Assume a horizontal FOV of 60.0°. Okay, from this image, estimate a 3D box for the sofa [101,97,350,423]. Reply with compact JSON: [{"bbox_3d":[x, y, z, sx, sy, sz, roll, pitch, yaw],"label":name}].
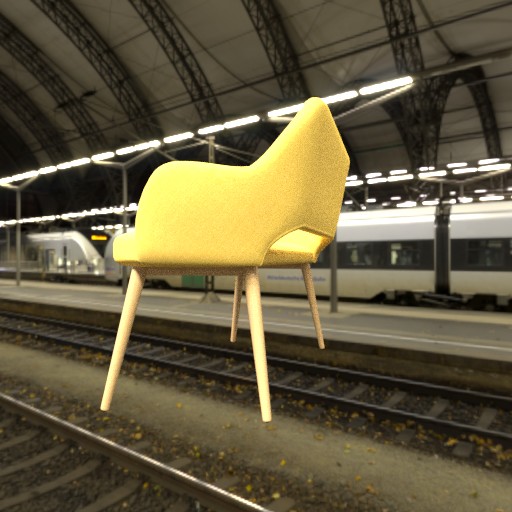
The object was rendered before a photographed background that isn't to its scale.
[{"bbox_3d":[0.000,0.000,1.605,0.610,0.840,1.150,0,0,17],"label":"sofa"}]
